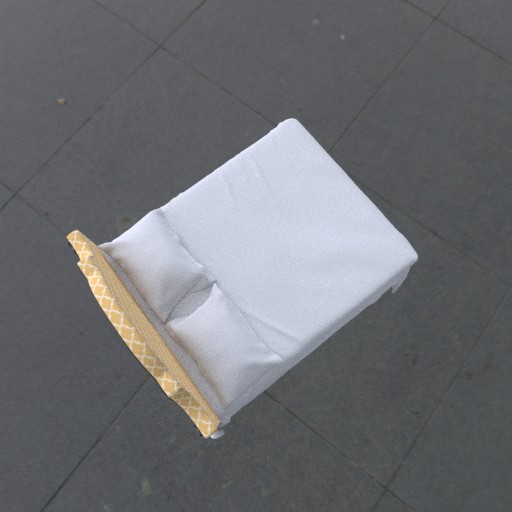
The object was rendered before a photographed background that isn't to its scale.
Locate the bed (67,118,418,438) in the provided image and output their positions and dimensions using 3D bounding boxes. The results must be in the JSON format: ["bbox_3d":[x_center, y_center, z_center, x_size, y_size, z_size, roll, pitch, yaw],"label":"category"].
[{"bbox_3d":[0.000,0.000,3.328,2.222,1.633,1.780,-37,78,-9],"label":"bed"}]
